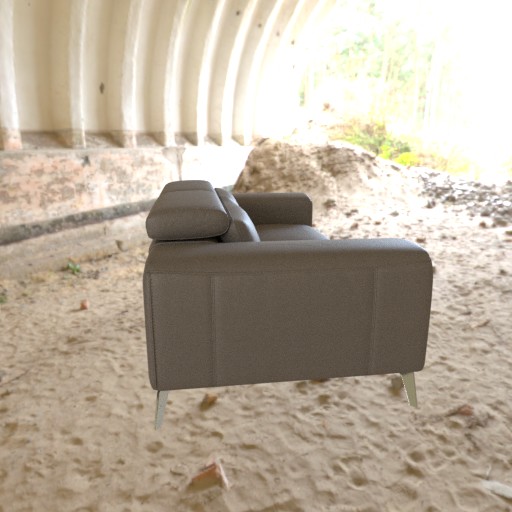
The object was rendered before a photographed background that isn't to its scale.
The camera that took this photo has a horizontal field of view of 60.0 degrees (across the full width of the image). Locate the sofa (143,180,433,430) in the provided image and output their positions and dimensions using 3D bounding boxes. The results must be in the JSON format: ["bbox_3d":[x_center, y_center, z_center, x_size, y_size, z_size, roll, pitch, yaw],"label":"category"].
[{"bbox_3d":[0.000,0.000,2.432,1.024,0.753,1.930,-2,15,-8],"label":"sofa"}]
